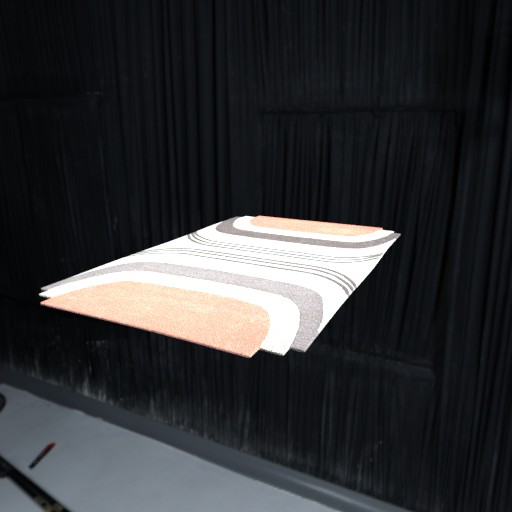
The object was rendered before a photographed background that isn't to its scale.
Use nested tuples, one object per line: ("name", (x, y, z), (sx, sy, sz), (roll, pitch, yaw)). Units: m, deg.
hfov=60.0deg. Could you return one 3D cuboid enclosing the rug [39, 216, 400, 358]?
("rug", (0.000, 0.000, 3.000), (1.530, 0.017, 2.446), (8, 18, 26))
